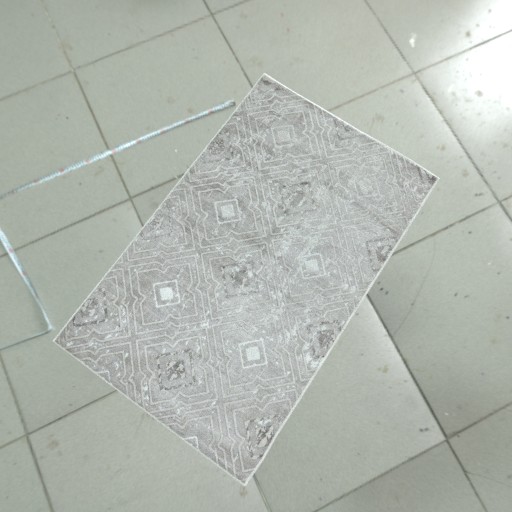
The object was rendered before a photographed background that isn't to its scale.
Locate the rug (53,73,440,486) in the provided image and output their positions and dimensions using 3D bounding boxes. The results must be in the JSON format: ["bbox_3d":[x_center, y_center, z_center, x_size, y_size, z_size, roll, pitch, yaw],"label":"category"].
[{"bbox_3d":[0.000,0.000,3.027,1.537,0.036,2.447,34,78,8],"label":"rug"}]
